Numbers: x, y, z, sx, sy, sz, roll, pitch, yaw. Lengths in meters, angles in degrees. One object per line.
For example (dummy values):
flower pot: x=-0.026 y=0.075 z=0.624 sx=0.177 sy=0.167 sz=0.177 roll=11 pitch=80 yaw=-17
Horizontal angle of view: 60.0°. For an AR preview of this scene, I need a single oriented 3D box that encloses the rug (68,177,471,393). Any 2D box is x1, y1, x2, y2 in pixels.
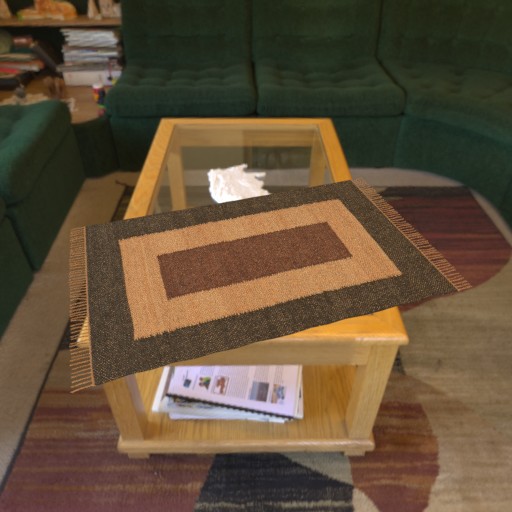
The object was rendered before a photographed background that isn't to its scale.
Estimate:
rug: x=0.000 y=0.000 z=1.914 sx=1.541 sy=0.013 sz=0.920 roll=-12 pitch=41 yaw=-14
